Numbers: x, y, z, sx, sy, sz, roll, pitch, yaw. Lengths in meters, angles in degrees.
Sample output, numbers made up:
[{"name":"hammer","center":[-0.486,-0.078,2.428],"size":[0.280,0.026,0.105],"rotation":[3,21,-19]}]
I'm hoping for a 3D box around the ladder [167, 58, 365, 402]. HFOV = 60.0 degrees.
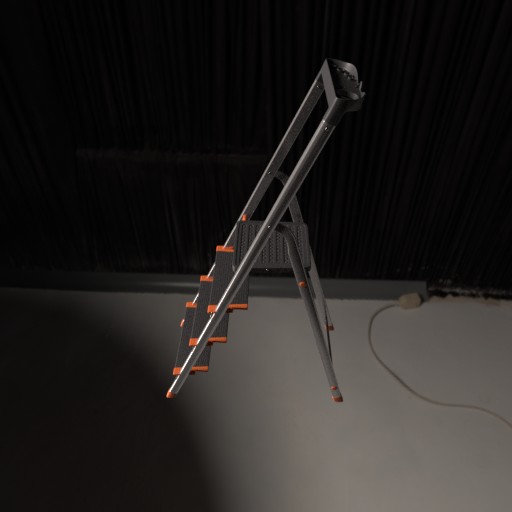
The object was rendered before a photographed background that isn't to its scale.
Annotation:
[{"name":"ladder","center":[0.000,0.000,1.779],"size":[0.834,1.429,0.452],"rotation":[1,42,1]}]
